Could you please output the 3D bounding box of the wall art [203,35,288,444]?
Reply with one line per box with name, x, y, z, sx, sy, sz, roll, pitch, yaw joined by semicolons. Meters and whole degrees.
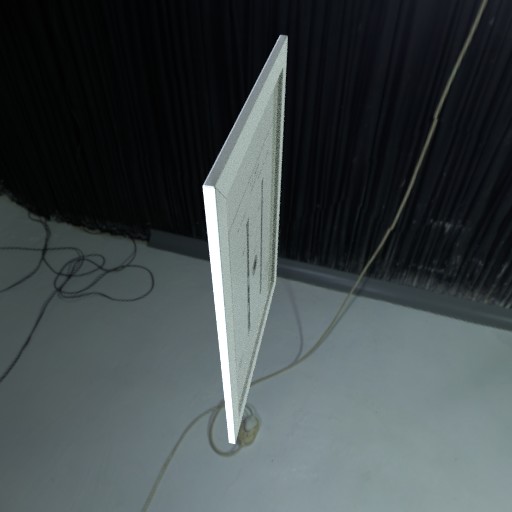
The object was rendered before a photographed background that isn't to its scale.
wall art;0.000;0.000;0.691;0.012;0.529;0.374;9;45;9
